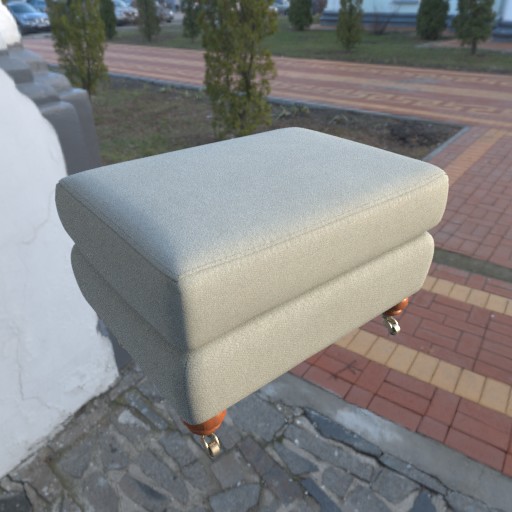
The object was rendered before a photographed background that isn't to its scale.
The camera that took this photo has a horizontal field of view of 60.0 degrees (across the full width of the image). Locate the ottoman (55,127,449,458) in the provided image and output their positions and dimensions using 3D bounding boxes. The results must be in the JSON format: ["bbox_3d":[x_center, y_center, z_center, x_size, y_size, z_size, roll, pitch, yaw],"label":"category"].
[{"bbox_3d":[0.000,0.000,1.120,0.773,0.499,0.569,-22,37,-33],"label":"ottoman"}]
